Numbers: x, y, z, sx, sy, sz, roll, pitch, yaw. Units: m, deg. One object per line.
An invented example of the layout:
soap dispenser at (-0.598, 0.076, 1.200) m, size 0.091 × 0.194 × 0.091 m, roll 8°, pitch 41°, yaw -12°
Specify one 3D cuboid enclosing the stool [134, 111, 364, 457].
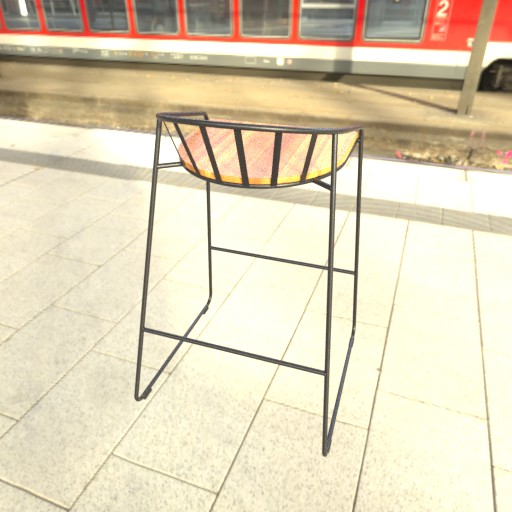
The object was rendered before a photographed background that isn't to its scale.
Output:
stool at (0.000, 0.000, 1.175) m, size 0.546 × 0.812 × 0.521 m, roll 10°, pitch 33°, yaw 16°
